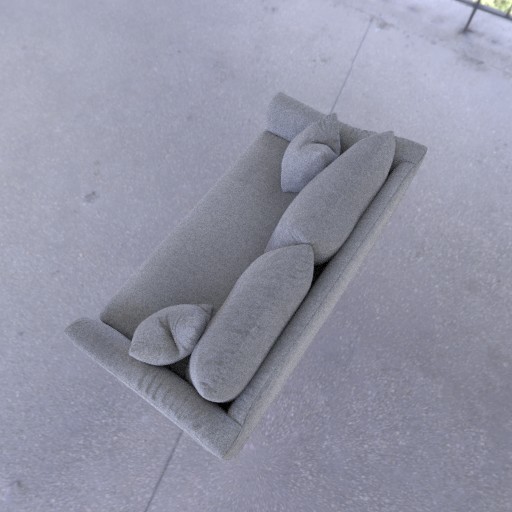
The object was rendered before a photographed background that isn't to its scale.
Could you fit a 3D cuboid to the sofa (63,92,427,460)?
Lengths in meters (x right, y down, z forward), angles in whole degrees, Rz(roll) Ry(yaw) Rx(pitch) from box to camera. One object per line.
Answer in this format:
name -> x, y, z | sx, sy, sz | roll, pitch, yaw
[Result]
sofa -> 0.000, 0.000, 2.645 | 1.072, 1.018, 2.010 | 32, 69, 14
